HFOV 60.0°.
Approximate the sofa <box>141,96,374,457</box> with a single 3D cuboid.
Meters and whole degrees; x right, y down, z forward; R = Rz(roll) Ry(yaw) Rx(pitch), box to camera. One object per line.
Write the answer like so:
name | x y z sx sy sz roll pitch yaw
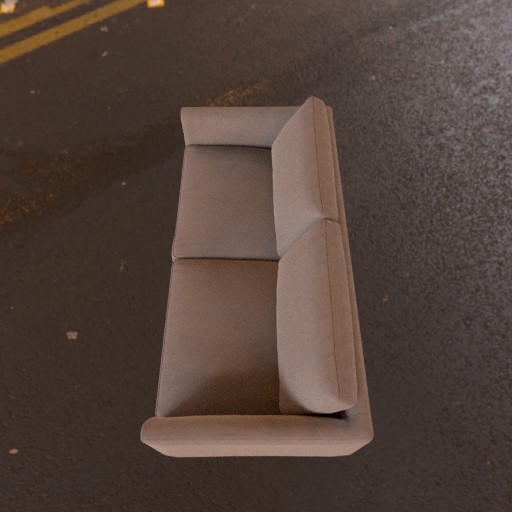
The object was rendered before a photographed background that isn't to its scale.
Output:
sofa | 0.000 0.000 2.789 1.090 0.838 2.588 0 59 0
